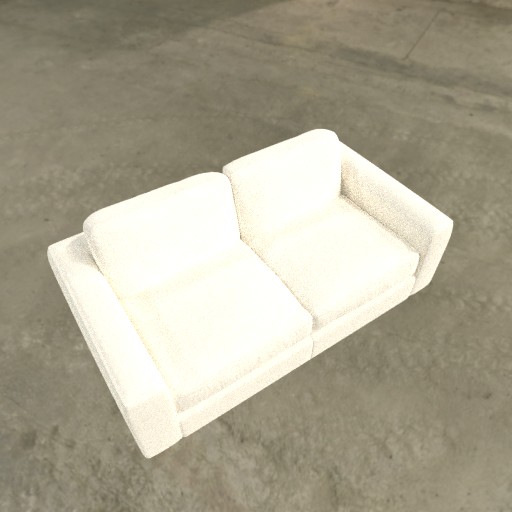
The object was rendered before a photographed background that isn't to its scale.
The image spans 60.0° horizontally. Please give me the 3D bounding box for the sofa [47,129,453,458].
[{"bbox_3d":[0.000,0.000,2.431,1.920,0.801,1.069,-26,52,-22],"label":"sofa"}]
